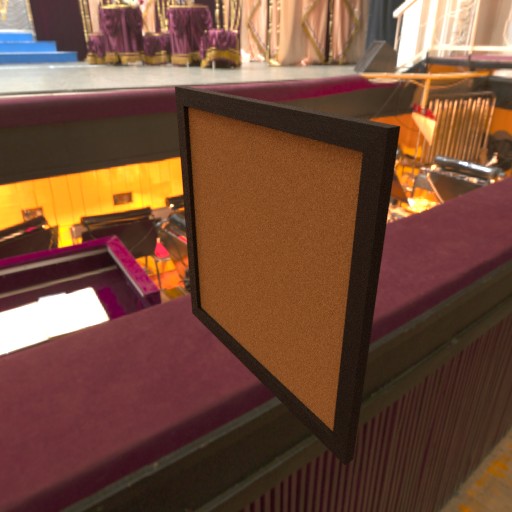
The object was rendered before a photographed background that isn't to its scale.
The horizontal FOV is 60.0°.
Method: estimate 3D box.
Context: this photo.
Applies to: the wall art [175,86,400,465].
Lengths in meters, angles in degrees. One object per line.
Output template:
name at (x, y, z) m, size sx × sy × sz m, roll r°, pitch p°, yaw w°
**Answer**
wall art at (0.000, 0.000, 1.524) m, size 0.038 × 1.016 × 1.016 m, roll -17°, pitch 31°, yaw -31°
